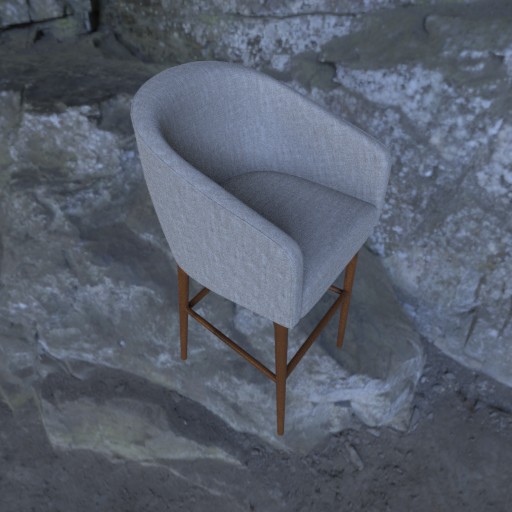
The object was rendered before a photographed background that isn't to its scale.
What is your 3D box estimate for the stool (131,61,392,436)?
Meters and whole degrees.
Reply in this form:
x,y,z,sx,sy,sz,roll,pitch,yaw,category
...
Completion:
x,y,z,sx,sy,sz,roll,pitch,yaw,category
0.000,0.000,1.453,0.607,1.078,0.559,25,48,25,stool
